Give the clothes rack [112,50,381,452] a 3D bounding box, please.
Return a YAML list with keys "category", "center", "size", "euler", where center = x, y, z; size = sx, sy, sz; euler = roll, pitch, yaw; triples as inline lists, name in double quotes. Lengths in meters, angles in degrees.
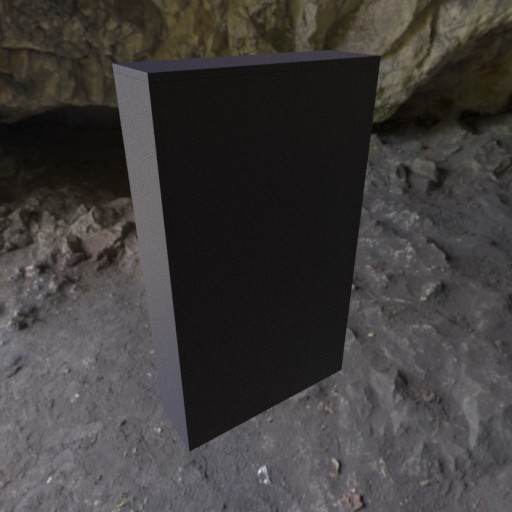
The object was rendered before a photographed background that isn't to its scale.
- category: "clothes rack"
  center: [0.000, 0.000, 1.569]
  size: [0.750, 1.280, 0.250]
  euler: [-18, 34, -29]
